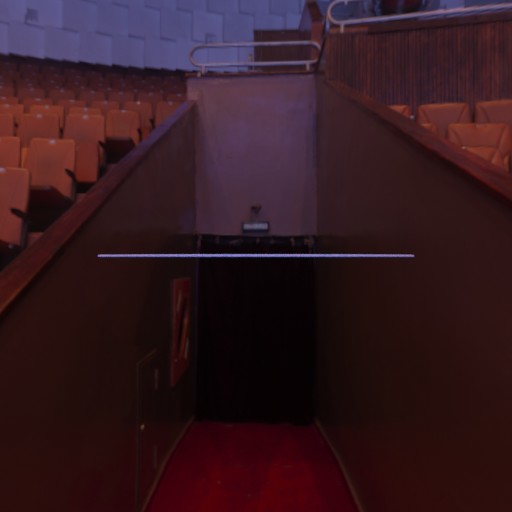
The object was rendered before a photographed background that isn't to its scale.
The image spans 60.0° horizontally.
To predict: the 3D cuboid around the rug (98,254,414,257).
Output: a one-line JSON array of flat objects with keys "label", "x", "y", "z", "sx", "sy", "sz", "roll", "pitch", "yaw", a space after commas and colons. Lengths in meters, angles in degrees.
[{"label": "rug", "x": 0.000, "y": 0.000, "z": 3.543, "sx": 2.382, "sy": 0.014, "sz": 2.382, "roll": 0, "pitch": 0, "yaw": 0}]
